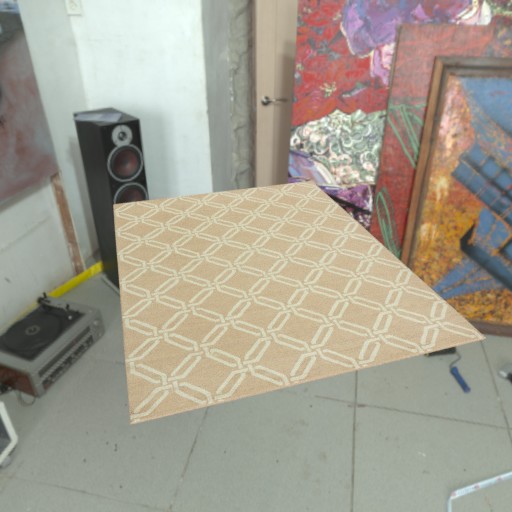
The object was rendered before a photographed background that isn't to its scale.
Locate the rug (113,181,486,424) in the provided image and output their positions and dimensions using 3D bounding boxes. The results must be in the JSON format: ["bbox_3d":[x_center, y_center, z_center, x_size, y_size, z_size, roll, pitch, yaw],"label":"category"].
[{"bbox_3d":[0.000,0.000,3.817,2.288,0.018,2.895,-9,32,-15],"label":"rug"}]
